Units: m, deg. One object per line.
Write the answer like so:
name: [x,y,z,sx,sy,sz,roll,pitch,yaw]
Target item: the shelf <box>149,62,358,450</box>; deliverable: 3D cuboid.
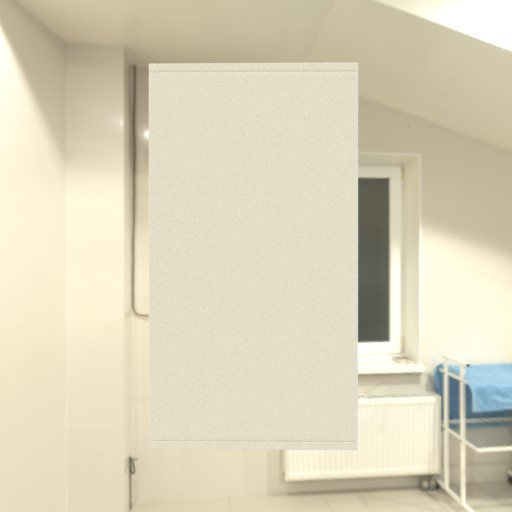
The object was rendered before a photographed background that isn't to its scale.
shelf: [0.000,0.000,1.284,0.396,0.732,0.895,0,0,1]
